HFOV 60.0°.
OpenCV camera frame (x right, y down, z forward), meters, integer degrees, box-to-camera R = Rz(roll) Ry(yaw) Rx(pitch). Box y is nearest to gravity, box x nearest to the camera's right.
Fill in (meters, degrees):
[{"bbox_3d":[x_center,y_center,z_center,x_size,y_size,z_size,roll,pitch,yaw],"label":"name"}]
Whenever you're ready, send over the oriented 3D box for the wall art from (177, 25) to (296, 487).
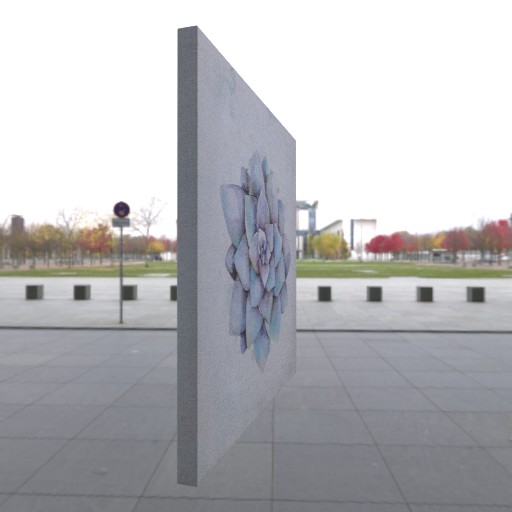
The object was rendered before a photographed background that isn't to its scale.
[{"bbox_3d":[0.000,0.000,1.098,0.038,0.762,0.762,0,0,18],"label":"wall art"}]
